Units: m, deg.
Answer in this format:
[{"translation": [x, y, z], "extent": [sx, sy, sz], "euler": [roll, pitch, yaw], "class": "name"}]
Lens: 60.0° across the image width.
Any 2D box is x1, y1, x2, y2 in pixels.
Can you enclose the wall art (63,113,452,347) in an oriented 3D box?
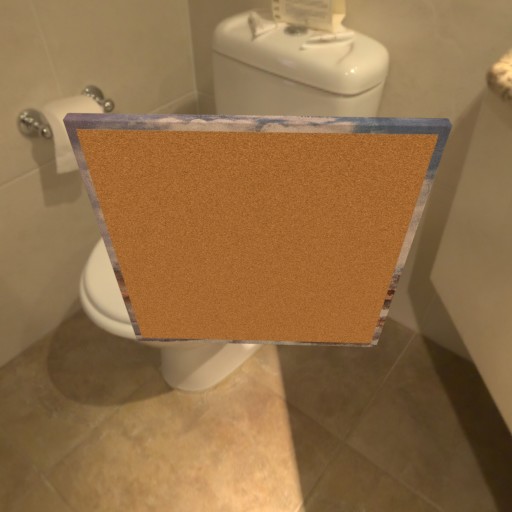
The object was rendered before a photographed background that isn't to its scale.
[{"translation": [0.000, 0.000, 1.337], "extent": [0.888, 0.897, 0.035], "euler": [1, 45, 1], "class": "wall art"}]
